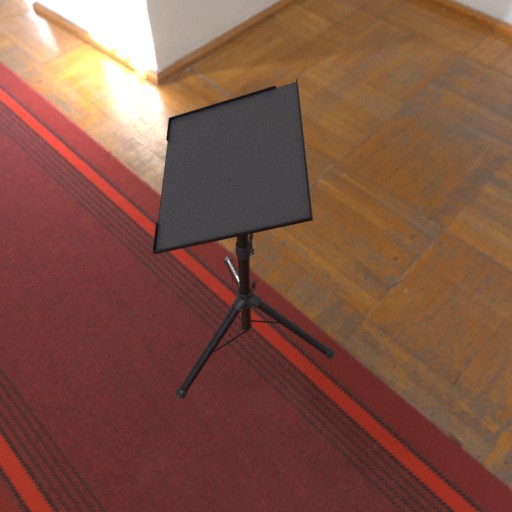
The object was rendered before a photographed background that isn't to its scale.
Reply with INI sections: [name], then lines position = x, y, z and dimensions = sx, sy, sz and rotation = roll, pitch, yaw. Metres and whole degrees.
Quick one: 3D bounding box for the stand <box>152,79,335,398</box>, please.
[stand]
position = 0.000, 0.000, 1.585
dimensions = 0.702, 1.198, 0.702
rotation = -1, 58, -1
